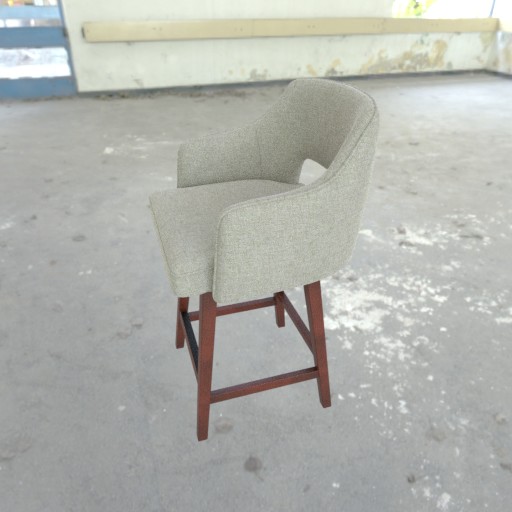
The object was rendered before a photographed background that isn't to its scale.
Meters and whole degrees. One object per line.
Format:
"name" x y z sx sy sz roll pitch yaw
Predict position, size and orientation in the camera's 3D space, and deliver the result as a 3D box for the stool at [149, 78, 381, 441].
"stool" 0.000 0.000 1.331 0.558 0.944 0.599 -9 32 -15
